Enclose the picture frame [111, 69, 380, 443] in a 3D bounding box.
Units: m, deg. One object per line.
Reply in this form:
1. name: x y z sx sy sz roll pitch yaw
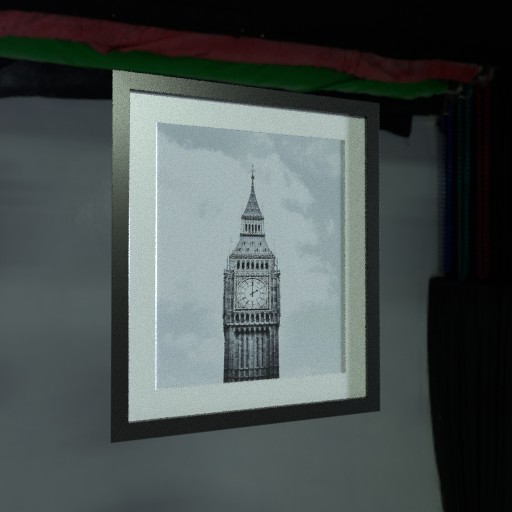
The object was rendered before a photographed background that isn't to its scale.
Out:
1. picture frame: 0.000 0.000 0.743 0.460 0.556 0.028 0 -1 -18
